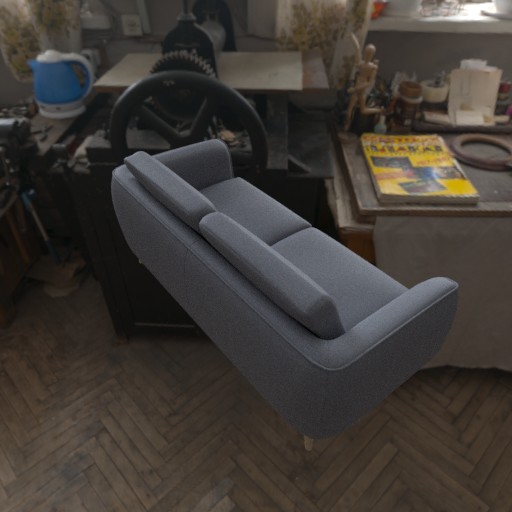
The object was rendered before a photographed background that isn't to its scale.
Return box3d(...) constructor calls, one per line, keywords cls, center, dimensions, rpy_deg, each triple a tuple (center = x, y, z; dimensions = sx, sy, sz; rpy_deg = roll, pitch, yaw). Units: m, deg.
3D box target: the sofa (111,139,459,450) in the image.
box3d(cls="sofa", center=(0.000, 0.000, 2.563), dimensions=(0.920, 0.870, 2.000), rpy_deg=(-27, 46, -28))
